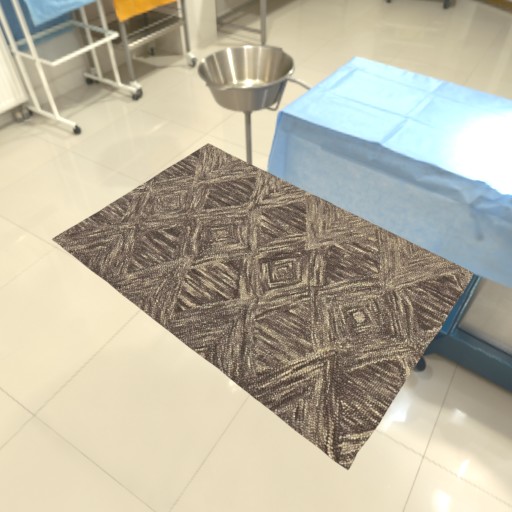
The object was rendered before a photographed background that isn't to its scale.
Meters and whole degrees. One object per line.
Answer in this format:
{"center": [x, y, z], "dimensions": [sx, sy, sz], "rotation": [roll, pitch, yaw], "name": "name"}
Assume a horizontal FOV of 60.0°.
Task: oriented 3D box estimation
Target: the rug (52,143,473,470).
{"center": [0.000, 0.000, 2.255], "dimensions": [1.814, 0.012, 1.186], "rotation": [31, 54, 26], "name": "rug"}
